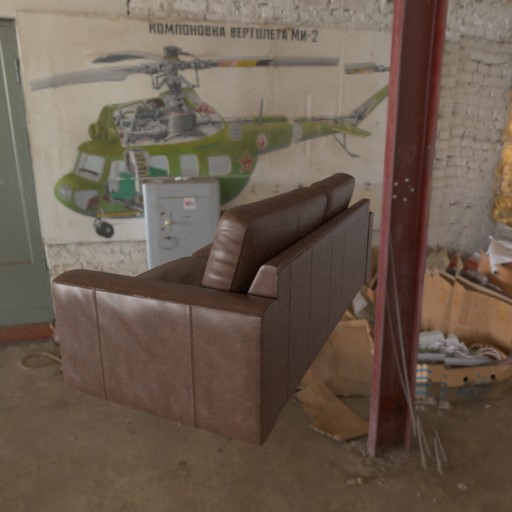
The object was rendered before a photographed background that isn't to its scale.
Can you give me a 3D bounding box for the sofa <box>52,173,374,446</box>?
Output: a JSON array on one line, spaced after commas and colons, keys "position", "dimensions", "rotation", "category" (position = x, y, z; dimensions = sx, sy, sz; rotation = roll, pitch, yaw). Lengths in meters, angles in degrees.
[{"position": [0.000, 0.000, 2.671], "dimensions": [1.016, 0.873, 2.179], "rotation": [7, 17, 23], "category": "sofa"}]
